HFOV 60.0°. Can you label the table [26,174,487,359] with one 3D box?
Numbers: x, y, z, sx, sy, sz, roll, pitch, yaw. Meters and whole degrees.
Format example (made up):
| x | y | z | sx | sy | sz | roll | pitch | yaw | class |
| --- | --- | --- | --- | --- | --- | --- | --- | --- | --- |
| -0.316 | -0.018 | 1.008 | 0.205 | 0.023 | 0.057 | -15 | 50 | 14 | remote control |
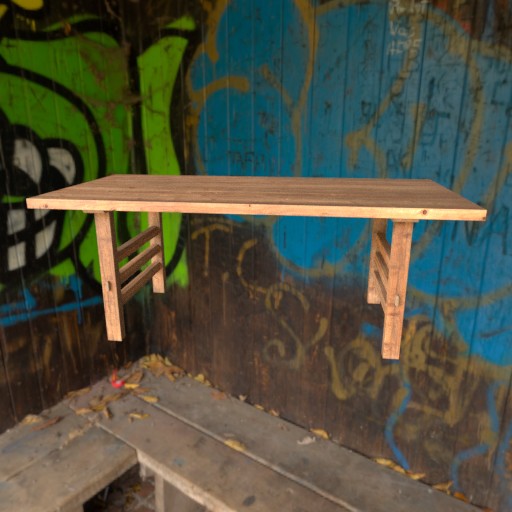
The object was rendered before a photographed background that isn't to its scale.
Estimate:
| x | y | z | sx | sy | sz | roll | pitch | yaw | class |
| --- | --- | --- | --- | --- | --- | --- | --- | --- | --- |
| 0.000 | 0.000 | 2.470 | 2.003 | 0.760 | 0.952 | 2 | 17 | 7 | table |
